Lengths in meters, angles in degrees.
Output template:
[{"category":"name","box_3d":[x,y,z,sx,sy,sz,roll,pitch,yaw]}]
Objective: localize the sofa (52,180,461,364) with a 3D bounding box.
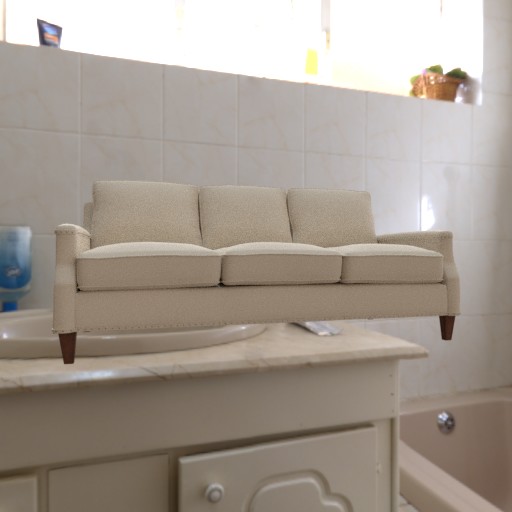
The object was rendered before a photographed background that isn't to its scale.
[{"category":"sofa","box_3d":[0.000,0.000,2.824,2.246,1.003,1.084,0,0,-16]}]
